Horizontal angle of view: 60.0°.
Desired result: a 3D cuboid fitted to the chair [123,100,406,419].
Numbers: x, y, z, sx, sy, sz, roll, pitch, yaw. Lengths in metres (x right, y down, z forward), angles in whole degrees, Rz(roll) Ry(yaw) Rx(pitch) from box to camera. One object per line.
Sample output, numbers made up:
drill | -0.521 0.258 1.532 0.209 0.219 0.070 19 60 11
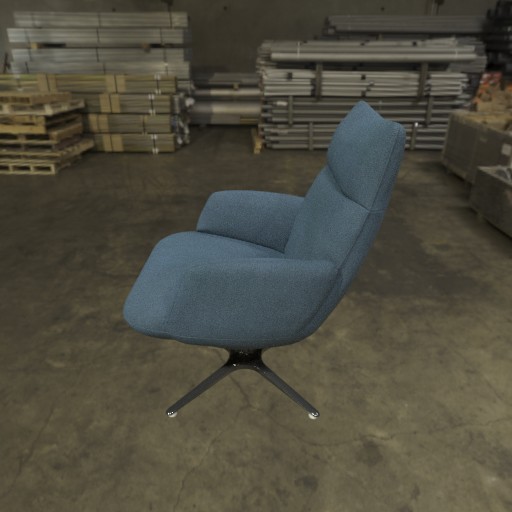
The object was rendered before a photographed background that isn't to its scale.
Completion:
chair | 0.000 0.000 1.607 0.889 1.016 0.711 0 26 1
